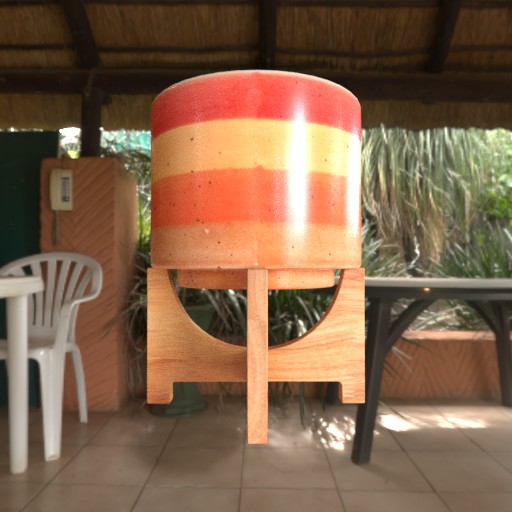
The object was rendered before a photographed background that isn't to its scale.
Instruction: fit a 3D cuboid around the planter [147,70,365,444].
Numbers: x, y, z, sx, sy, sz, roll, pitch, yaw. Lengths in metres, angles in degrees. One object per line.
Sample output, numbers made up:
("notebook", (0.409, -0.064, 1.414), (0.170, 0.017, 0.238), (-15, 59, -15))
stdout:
("planter", (0.000, 0.000, 0.412), (0.199, 0.268, 0.199), (0, -1, 0))
